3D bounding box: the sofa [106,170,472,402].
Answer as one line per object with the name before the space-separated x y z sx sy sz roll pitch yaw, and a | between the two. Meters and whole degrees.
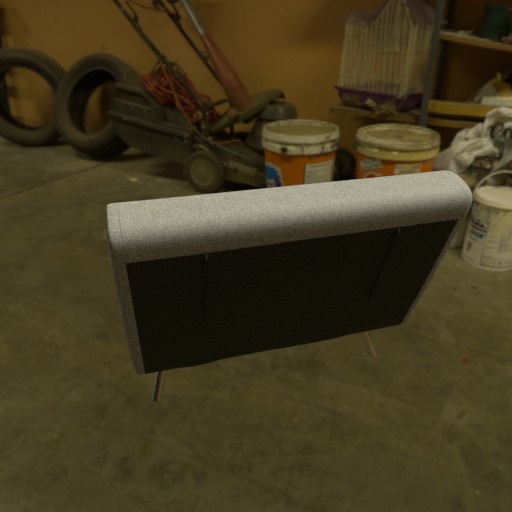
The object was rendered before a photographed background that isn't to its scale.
sofa | 0.000 0.000 1.714 1.020 0.825 1.000 -8 29 -14
